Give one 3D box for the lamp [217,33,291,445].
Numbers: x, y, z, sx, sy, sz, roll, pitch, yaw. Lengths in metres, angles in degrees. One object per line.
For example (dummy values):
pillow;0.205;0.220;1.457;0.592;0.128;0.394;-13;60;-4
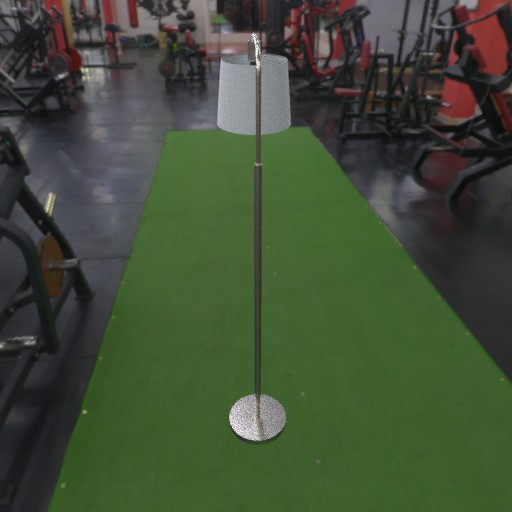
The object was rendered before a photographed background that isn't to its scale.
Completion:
lamp;0.000;0.000;1.655;0.254;1.478;0.508;-1;30;-3
